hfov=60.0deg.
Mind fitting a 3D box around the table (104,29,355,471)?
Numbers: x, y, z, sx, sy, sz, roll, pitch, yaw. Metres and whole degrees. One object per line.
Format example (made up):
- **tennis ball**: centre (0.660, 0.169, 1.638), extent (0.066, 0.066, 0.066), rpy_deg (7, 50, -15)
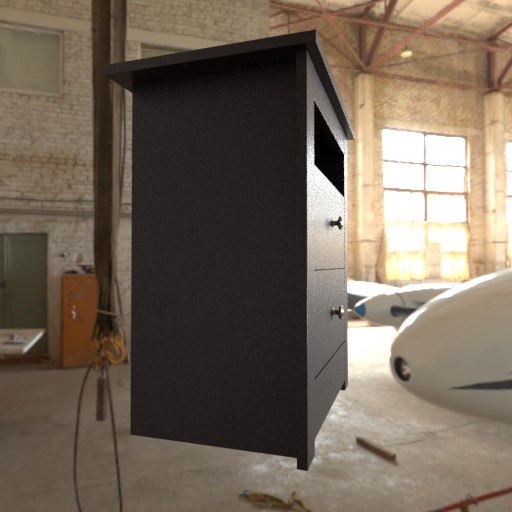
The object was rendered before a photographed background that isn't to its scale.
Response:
- **table**: centre (0.000, 0.000, 1.043), extent (0.408, 0.711, 0.589), rpy_deg (0, -1, 18)
